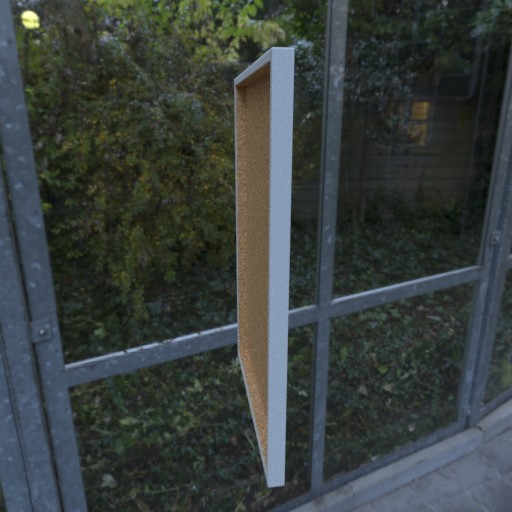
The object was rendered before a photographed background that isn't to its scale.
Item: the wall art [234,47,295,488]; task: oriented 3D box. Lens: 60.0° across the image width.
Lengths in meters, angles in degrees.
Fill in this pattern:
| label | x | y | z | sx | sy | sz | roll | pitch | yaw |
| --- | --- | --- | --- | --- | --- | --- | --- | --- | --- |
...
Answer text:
| label | x | y | z | sx | sy | sz | roll | pitch | yaw |
| --- | --- | --- | --- | --- | --- | --- | --- | --- | --- |
| wall art | 0.000 | 0.000 | 1.165 | 0.038 | 0.914 | 0.610 | -3 | 17 | -8 |
